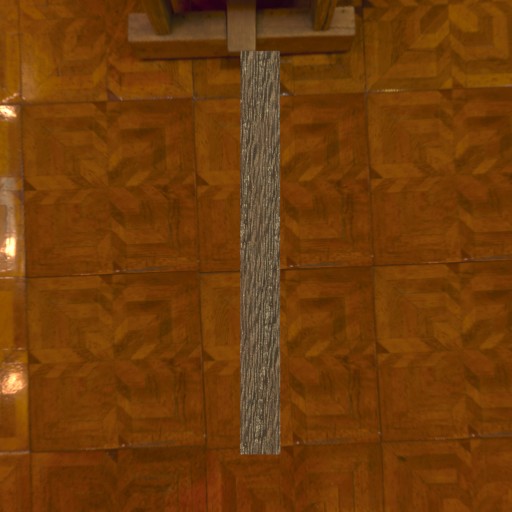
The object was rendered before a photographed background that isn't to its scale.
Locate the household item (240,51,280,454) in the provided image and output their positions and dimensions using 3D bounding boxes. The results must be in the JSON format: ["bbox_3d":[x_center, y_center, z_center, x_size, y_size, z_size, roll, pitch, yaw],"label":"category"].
[{"bbox_3d":[0.000,0.000,0.281,0.020,0.210,0.160,0,89,0],"label":"household item"}]
